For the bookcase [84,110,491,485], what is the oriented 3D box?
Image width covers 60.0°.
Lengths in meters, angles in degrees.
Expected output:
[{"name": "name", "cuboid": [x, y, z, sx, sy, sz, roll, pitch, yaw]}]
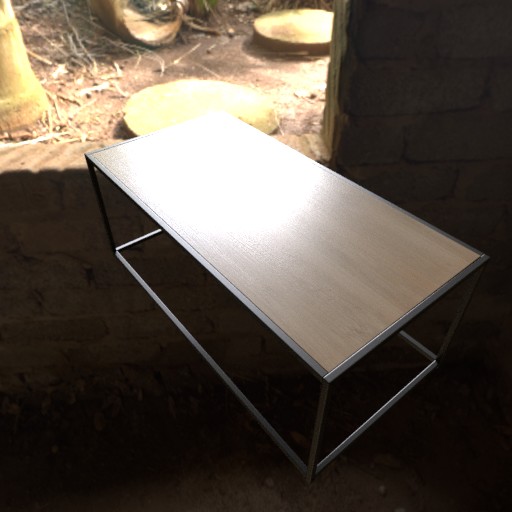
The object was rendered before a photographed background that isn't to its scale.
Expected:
[{"name": "bookcase", "cuboid": [0.000, 0.000, 1.264, 0.500, 0.400, 1.000, -28, 48, -28]}]
